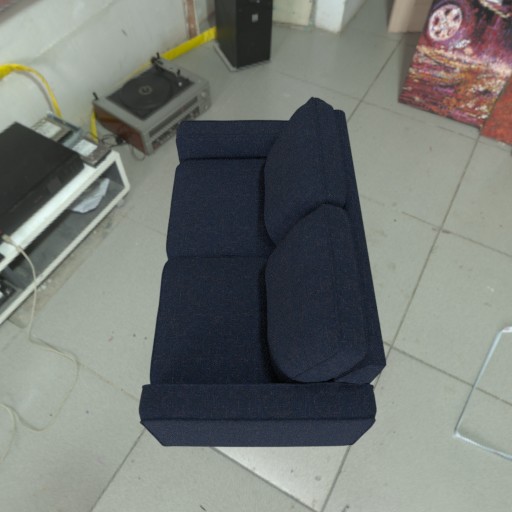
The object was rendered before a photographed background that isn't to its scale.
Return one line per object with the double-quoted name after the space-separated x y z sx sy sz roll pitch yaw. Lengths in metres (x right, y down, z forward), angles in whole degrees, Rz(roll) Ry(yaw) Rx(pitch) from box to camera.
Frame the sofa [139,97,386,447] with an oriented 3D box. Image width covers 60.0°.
0.000 0.000 2.263 0.947 0.918 1.709 0 57 0 "sofa"
